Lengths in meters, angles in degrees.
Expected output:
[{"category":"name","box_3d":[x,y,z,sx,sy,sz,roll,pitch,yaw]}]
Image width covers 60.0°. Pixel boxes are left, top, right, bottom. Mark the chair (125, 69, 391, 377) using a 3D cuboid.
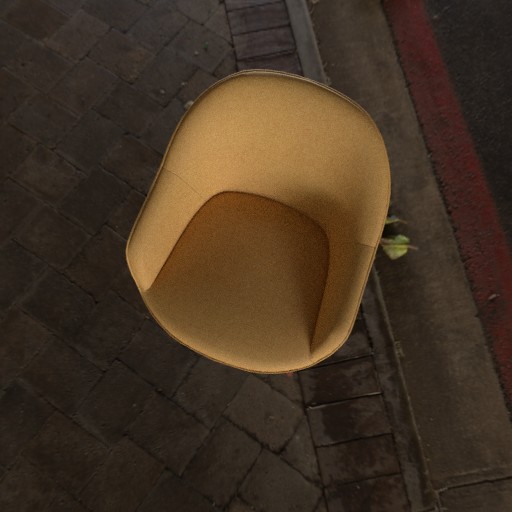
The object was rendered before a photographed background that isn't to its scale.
[{"category":"chair","box_3d":[0.000,0.000,1.289,0.596,0.823,0.635,21,76,6]}]
